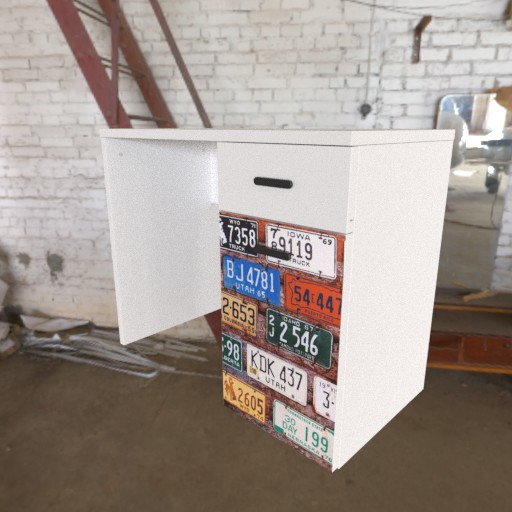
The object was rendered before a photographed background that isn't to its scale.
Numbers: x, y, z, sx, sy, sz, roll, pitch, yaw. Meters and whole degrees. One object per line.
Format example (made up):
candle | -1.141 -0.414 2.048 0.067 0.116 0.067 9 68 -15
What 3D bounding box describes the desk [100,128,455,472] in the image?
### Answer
desk | 0.000 0.000 1.325 0.898 0.730 0.482 15 22 42
